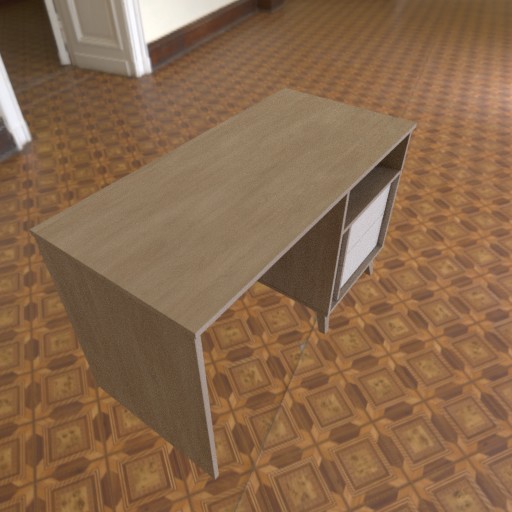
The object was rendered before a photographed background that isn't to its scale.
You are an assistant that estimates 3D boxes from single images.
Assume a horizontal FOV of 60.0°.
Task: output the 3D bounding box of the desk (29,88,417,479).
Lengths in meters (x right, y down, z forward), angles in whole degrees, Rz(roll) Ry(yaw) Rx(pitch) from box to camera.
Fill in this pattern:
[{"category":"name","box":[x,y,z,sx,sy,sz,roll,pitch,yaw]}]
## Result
[{"category":"desk","box":[0.000,0.000,1.693,0.600,0.770,1.251,26,48,26]}]
